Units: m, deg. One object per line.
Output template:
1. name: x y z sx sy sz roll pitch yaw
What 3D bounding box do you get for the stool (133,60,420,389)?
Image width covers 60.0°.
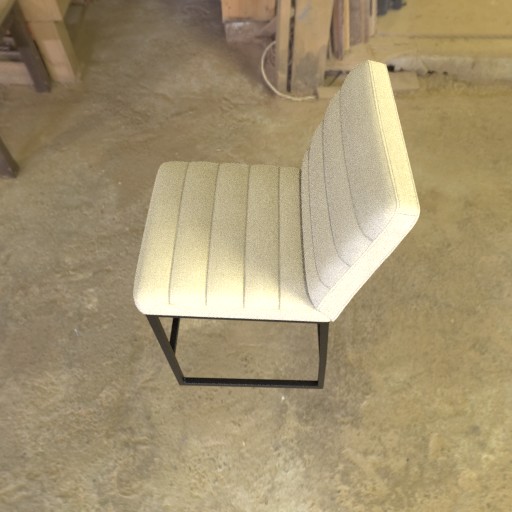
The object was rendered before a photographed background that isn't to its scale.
1. stool: 0.000 0.000 1.237 0.560 0.940 0.460 1 56 1
